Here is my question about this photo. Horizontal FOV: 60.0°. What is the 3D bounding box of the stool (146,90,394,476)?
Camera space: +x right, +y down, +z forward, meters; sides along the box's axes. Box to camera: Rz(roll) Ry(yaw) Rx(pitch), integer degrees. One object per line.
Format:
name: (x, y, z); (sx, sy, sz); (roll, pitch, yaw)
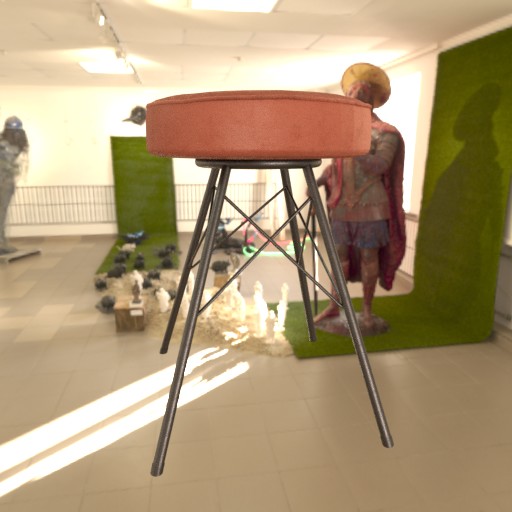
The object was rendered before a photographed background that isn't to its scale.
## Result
stool: (0.000, 0.000, 0.884); (0.421, 0.593, 0.457); (-2, 14, -10)
